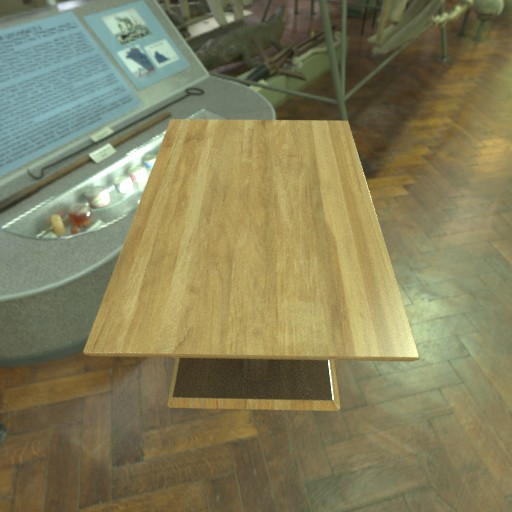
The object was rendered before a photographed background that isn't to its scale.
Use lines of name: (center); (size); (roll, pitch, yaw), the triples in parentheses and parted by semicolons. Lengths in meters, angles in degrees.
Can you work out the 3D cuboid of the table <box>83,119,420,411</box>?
table: (0.000, 0.000, 1.465); (0.692, 0.441, 1.100); (1, 42, 1)
